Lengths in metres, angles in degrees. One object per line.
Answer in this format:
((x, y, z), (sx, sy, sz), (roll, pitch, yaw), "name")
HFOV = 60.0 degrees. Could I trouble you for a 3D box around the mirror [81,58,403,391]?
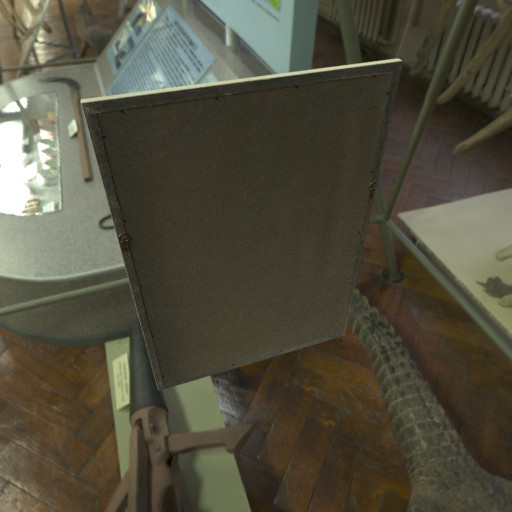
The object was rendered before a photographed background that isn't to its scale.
((0.000, 0.000, 1.259), (0.705, 0.996, 0.025), (-13, 43, -14), "mirror")
